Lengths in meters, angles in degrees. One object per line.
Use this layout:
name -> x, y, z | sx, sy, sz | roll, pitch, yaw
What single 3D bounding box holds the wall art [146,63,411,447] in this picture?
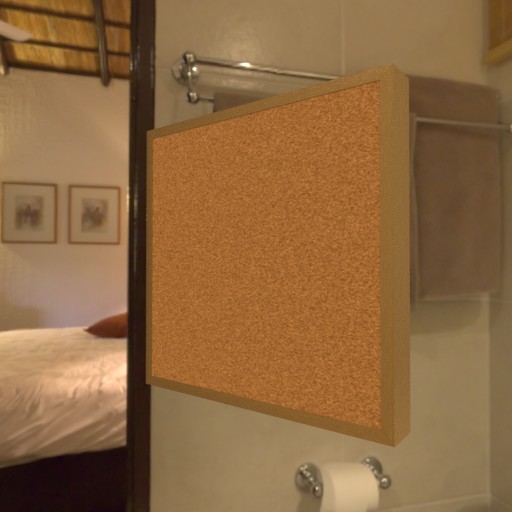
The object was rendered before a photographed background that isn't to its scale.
wall art -> 0.000, 0.000, 0.459 | 0.304, 0.305, 0.038 | -1, -1, 37
